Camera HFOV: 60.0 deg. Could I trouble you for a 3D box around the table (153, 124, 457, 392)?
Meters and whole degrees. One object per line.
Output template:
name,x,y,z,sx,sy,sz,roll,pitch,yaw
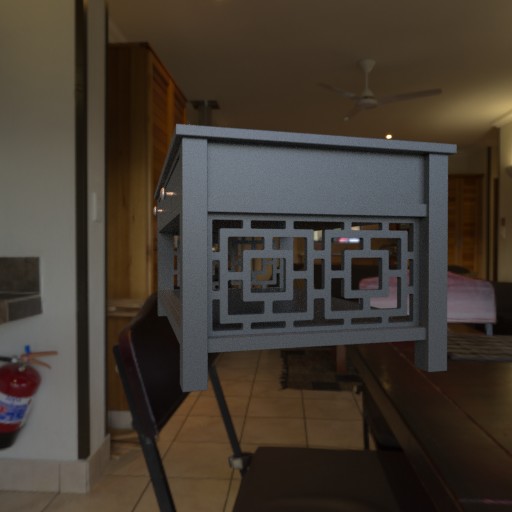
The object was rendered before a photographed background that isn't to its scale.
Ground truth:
table,0.000,0.000,1.397,0.612,0.493,1.068,0,1,-15
